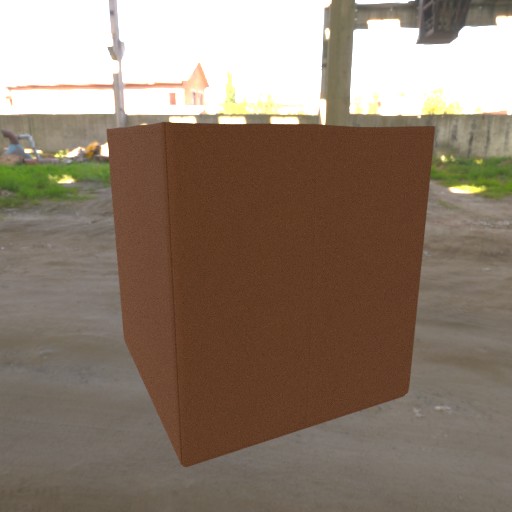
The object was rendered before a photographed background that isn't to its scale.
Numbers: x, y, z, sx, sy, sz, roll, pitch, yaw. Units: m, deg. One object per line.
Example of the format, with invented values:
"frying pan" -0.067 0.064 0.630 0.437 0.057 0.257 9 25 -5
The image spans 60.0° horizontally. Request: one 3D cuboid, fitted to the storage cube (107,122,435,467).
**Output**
"storage cube" 0.000 0.000 0.503 0.270 0.280 0.270 -7 17 -25
